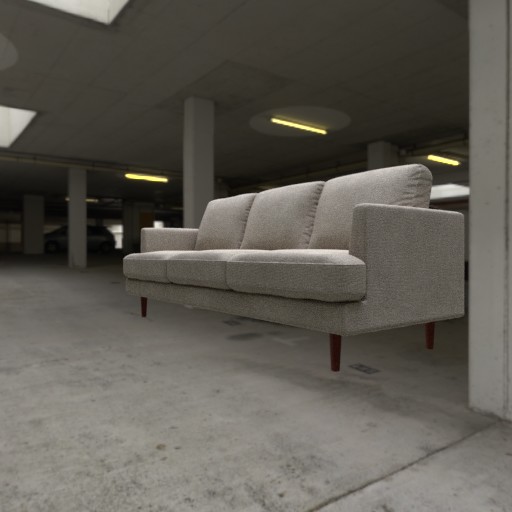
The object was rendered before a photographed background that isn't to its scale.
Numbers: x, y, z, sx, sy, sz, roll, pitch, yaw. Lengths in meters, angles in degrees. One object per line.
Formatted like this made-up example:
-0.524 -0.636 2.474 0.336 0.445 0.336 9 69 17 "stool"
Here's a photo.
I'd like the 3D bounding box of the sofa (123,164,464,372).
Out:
0.000 0.000 2.778 0.903 0.930 2.246 0 0 -37 "sofa"
